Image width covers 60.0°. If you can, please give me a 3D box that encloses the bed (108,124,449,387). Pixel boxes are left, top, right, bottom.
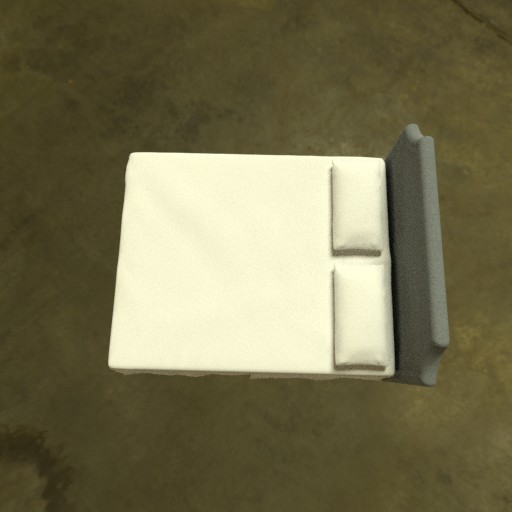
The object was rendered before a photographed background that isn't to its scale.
[{"bbox_3d":[0.000,0.000,3.320,2.259,1.296,1.811,1,76,0],"label":"bed"}]
